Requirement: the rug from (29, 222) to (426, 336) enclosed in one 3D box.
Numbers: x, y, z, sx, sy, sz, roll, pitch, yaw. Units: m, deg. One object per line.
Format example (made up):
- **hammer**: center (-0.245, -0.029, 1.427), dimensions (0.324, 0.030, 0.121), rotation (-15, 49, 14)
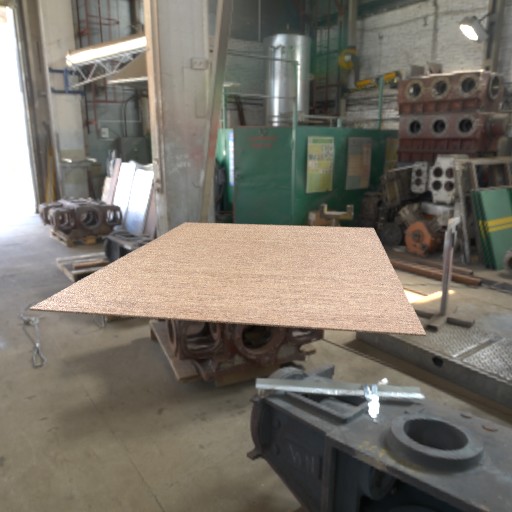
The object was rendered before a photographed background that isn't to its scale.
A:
- **rug**: center (0.000, 0.000, 4.187), dimensions (2.448, 0.013, 3.205), rotation (2, 15, 9)
